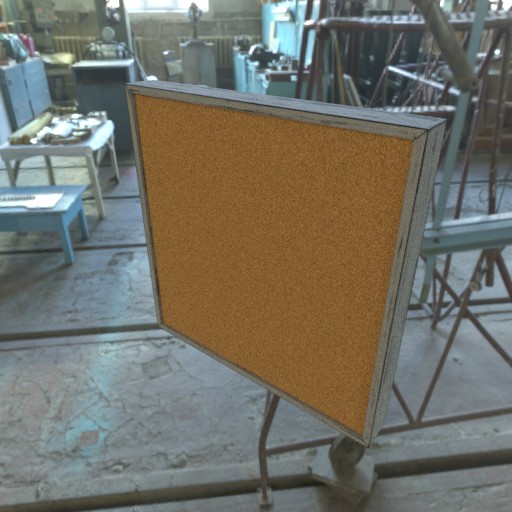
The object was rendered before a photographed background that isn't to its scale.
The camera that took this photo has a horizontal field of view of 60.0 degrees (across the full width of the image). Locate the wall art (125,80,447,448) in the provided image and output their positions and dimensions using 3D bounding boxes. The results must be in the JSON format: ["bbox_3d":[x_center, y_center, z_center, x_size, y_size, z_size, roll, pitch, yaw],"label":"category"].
[{"bbox_3d":[0.000,0.000,0.446,0.303,0.303,0.036,21,36,32],"label":"wall art"}]
